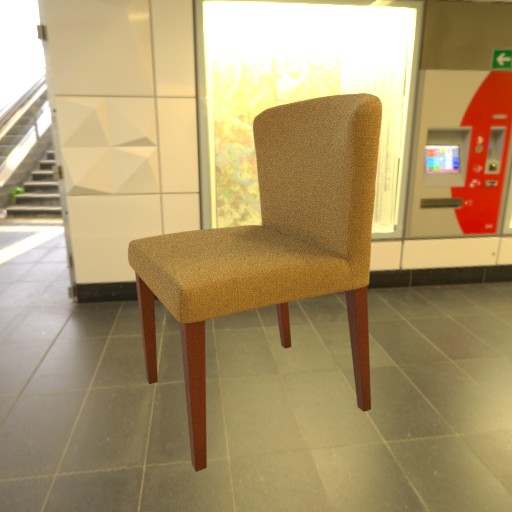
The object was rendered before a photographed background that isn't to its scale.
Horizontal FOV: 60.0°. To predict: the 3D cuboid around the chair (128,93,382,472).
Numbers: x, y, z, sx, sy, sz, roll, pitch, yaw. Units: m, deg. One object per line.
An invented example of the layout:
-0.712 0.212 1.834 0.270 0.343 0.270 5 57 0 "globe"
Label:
0.000 0.000 1.192 0.589 0.839 0.491 -8 18 -27 "chair"
